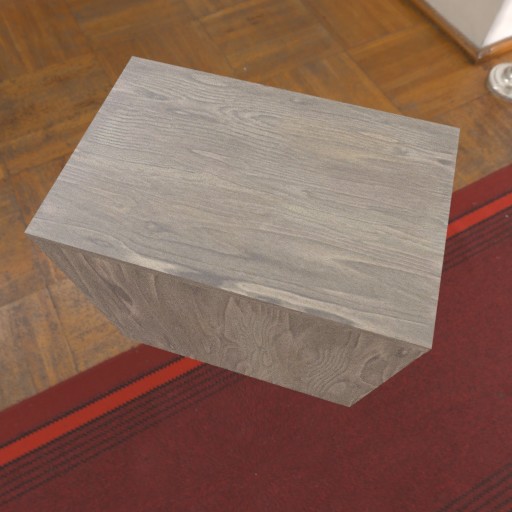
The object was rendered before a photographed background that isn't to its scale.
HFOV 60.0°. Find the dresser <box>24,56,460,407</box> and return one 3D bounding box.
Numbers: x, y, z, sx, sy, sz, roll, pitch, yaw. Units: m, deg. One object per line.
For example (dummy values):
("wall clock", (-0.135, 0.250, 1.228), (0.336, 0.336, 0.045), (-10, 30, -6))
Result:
("dresser", (0.000, 0.000, 1.289), (0.809, 0.762, 0.529), (15, 65, 7))
